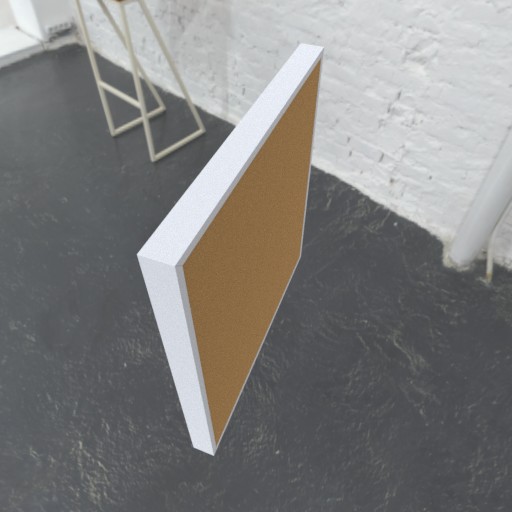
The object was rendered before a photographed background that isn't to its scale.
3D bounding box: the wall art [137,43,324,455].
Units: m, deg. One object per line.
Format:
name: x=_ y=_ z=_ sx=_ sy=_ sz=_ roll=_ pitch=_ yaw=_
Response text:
wall art: x=0.000 y=0.000 z=0.757 sx=0.040 sy=0.509 sz=0.509 roll=16 pitch=50 yaw=14
